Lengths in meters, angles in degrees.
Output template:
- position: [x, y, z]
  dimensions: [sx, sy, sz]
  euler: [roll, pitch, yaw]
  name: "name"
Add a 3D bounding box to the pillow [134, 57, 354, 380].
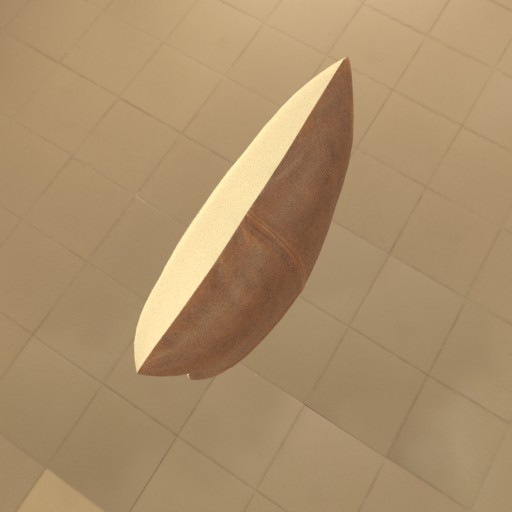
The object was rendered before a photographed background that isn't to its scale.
- position: [0.000, 0.000, 0.743]
  dimensions: [0.192, 0.470, 0.484]
  euler: [31, 77, 8]
  name: "pillow"
